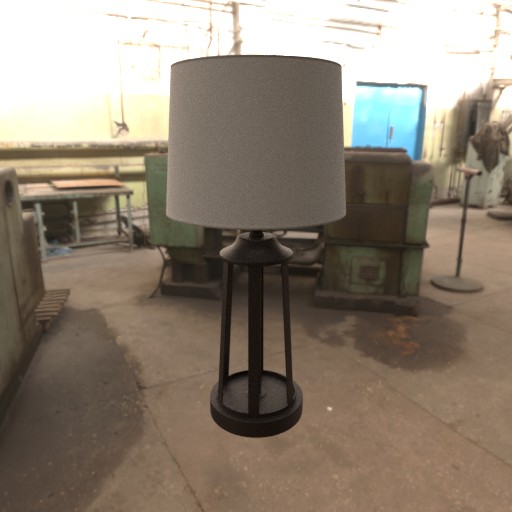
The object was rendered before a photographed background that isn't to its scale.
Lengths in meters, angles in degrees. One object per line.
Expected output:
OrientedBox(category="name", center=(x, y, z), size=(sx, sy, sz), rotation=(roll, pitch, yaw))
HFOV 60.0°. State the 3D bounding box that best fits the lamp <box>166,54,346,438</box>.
OrientedBox(category="lamp", center=(0.000, 0.000, 0.648), size=(0.251, 0.509, 0.251), rotation=(0, 16, 0))
